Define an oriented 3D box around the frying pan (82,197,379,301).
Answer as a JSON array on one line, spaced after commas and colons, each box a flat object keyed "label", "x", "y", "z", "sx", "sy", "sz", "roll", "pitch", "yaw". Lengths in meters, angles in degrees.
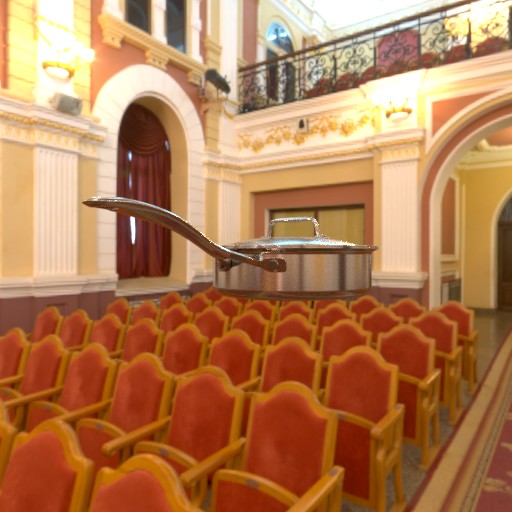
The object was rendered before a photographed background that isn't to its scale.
[{"label": "frying pan", "x": 0.000, "y": 0.000, "z": 0.572, "sx": 0.245, "sy": 0.111, "sz": 0.492, "roll": 0, "pitch": 0, "yaw": 35}]
